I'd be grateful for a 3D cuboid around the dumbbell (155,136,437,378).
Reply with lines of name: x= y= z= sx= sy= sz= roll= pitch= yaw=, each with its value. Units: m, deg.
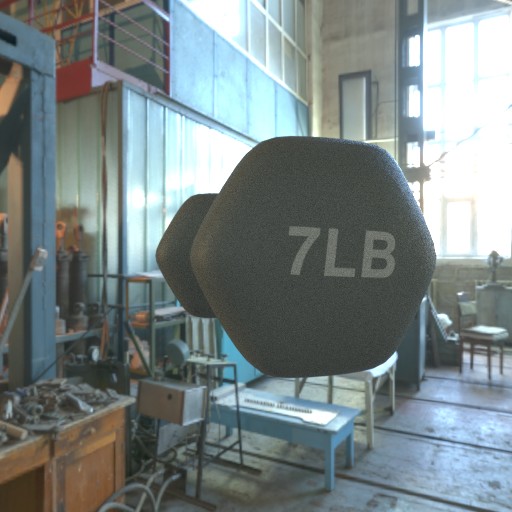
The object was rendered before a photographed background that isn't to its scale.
dumbbell: x=0.000 y=0.000 z=0.225 sx=0.090 sy=0.081 sz=0.184 roll=0 pitch=0 yaw=-17
